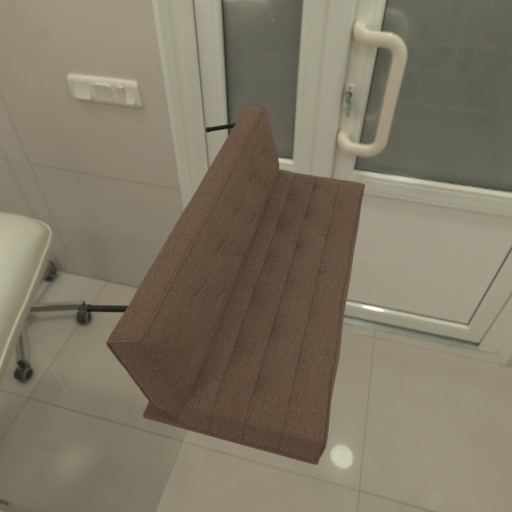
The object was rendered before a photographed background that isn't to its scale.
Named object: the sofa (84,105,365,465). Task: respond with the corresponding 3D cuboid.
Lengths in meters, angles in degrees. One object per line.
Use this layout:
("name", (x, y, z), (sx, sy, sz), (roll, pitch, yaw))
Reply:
("sofa", (0.000, 0.000, 2.375), (1.038, 0.810, 1.820), (11, 47, 10))
